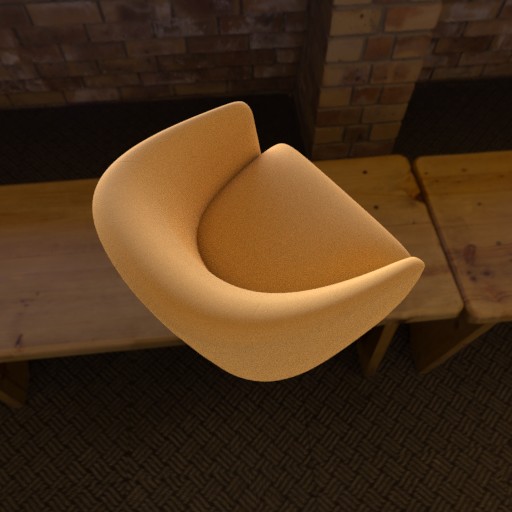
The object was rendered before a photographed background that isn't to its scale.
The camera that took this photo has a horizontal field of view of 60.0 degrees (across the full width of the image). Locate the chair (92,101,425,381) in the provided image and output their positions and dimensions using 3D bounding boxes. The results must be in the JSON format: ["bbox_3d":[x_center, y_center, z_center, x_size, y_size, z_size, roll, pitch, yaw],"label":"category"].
[{"bbox_3d":[0.000,0.000,1.364,0.767,0.698,0.773,-33,64,-19],"label":"chair"}]
